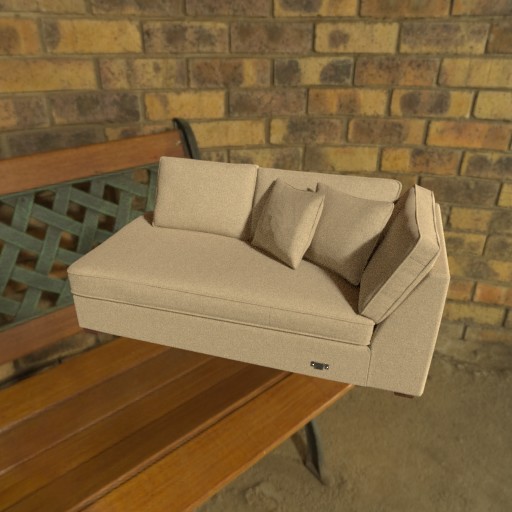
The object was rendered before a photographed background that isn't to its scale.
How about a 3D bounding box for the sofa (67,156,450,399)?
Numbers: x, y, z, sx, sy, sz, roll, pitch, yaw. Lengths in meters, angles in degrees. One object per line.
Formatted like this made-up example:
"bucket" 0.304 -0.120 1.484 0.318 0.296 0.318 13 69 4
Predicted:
"sofa" 0.000 0.000 2.939 2.237 1.033 1.110 8 28 16
